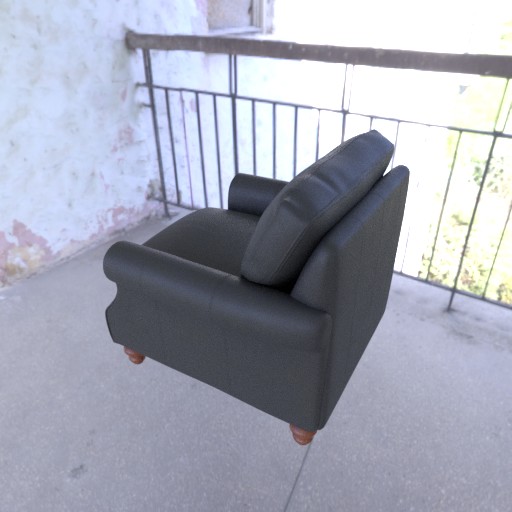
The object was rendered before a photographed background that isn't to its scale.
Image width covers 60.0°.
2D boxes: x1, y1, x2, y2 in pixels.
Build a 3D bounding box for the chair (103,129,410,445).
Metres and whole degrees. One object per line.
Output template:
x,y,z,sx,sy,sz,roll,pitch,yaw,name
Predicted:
0.000,0.000,1.811,1.027,0.960,1.015,20,36,30,chair
